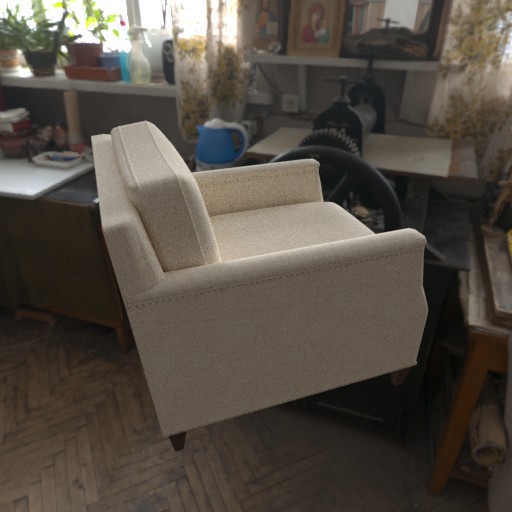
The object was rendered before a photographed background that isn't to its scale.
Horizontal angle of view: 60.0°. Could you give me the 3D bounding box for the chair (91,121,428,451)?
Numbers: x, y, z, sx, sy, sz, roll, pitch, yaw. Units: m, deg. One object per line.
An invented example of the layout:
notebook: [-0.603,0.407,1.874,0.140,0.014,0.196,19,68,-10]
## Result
chair: [0.000,0.000,1.707,1.041,0.940,0.838,-10,32,-17]
